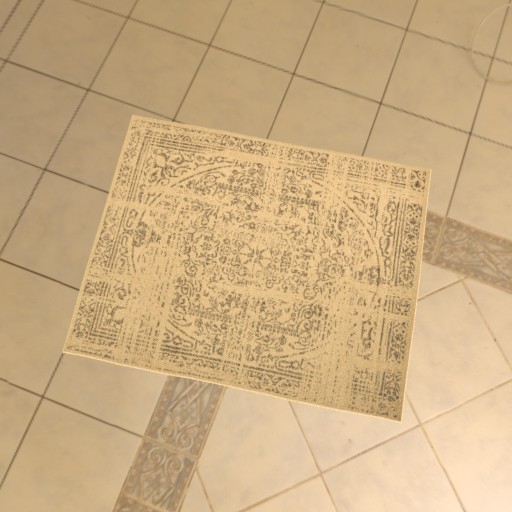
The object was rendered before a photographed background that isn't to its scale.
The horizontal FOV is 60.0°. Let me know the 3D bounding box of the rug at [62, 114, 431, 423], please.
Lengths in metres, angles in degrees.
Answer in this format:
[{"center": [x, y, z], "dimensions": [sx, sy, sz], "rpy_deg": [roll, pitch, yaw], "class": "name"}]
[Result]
[{"center": [0.000, 0.000, 3.963], "dimensions": [2.921, 0.032, 2.311], "rpy_deg": [11, 77, 3], "class": "rug"}]
